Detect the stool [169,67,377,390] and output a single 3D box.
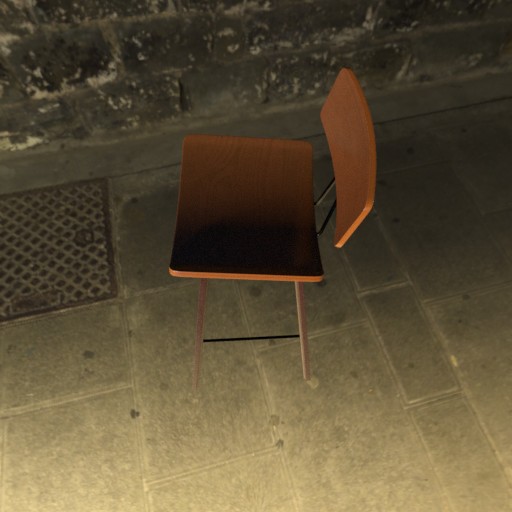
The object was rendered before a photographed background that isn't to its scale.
[{"bbox_3d":[0.000,0.000,1.249,0.440,0.969,0.509,0,60,0],"label":"stool"}]
